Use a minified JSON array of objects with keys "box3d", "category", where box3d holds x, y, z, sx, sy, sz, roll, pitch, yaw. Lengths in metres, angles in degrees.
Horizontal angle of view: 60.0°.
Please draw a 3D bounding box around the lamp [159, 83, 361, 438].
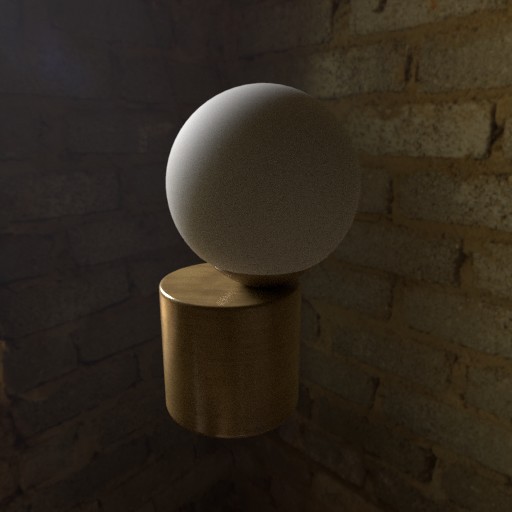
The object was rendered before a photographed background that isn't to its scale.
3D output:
[{"box3d":[0.000,0.000,0.344,0.152,0.250,0.141,2,16,7],"category":"lamp"}]
